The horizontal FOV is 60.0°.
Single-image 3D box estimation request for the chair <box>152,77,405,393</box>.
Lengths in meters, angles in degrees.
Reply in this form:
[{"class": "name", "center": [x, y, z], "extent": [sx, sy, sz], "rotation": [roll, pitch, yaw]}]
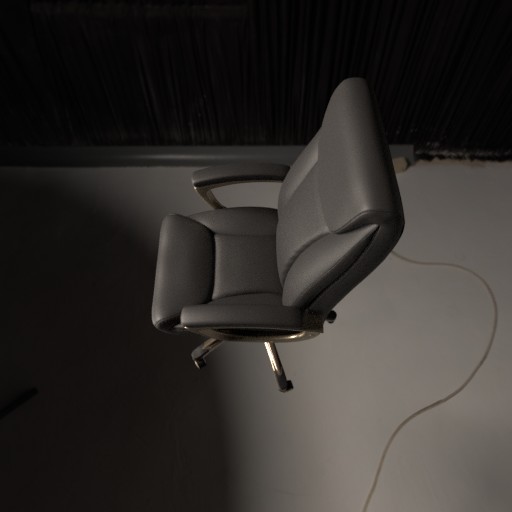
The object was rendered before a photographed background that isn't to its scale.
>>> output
[{"class": "chair", "center": [0.000, 0.000, 1.606], "extent": [0.748, 1.188, 0.694], "rotation": [-1, 59, -1]}]
